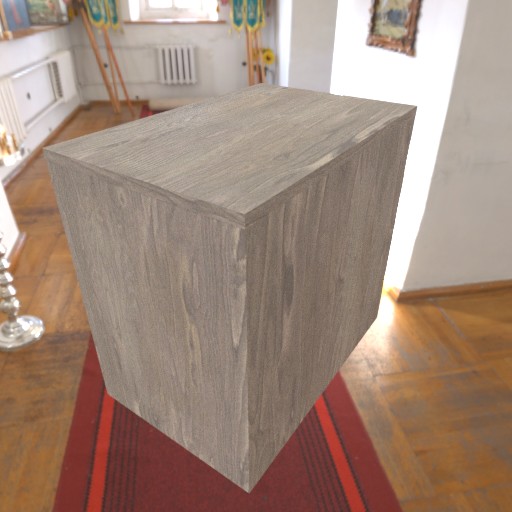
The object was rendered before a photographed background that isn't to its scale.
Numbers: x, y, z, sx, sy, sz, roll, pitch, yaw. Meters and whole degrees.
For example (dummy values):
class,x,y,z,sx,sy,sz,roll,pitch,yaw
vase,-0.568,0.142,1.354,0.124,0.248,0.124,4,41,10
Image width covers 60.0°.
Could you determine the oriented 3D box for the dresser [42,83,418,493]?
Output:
class,x,y,z,sx,sy,sz,roll,pitch,yaw
dresser,0.000,0.000,1.285,0.529,0.762,0.809,21,38,29
